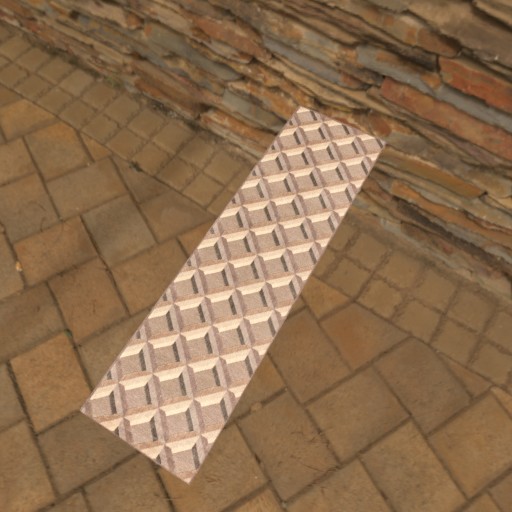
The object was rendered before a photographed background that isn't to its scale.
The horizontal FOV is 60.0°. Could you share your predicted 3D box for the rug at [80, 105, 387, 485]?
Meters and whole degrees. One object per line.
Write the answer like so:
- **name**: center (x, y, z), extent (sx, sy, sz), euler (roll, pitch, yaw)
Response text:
- **rug**: center (0.000, 0.000, 2.662), extent (0.685, 0.013, 2.437), euler (27, 67, 13)
